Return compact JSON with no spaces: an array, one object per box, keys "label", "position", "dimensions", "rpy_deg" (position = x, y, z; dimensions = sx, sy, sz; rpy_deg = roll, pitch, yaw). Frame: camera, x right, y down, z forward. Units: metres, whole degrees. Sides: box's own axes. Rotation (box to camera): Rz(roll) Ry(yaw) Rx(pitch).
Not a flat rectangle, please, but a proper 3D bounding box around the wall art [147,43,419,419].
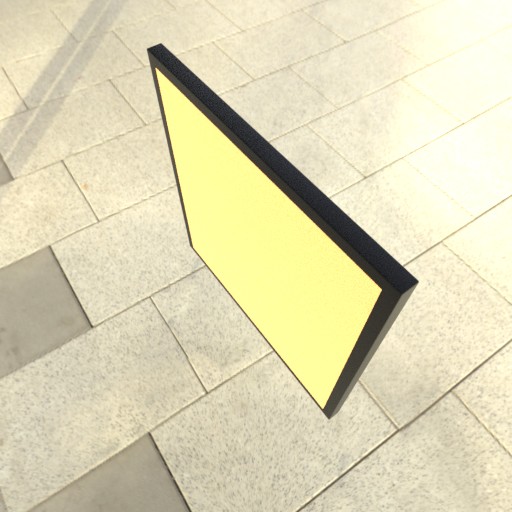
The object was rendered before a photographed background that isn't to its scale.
[{"label":"wall art","position":[0.000,0.000,1.126],"dimensions":[0.038,0.761,0.755],"rpy_deg":[-32,62,-19]}]
